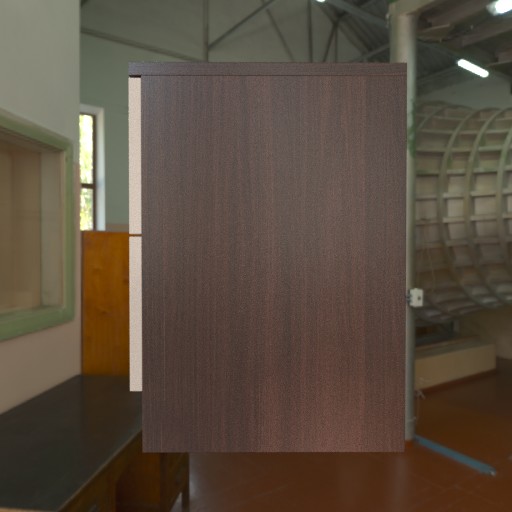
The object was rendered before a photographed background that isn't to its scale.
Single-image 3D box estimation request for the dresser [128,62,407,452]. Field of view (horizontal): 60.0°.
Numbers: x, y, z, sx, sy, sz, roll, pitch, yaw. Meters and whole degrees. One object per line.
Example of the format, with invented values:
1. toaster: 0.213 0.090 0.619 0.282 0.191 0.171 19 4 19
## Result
1. dresser: 0.000 0.000 0.734 0.360 0.470 0.400 0 1 0
